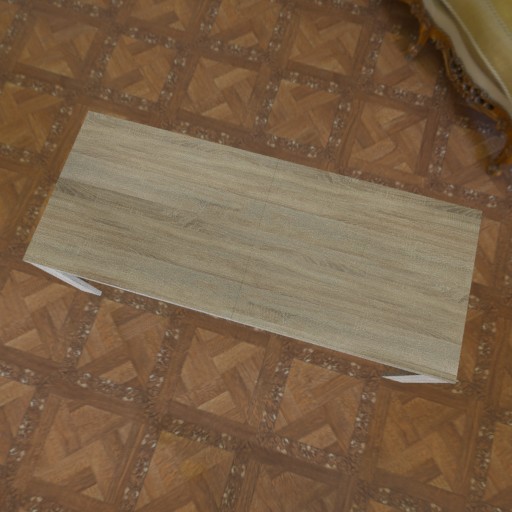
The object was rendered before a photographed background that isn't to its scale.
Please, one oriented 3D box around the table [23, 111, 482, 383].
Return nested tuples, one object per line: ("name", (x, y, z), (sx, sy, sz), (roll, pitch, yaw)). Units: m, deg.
("table", (0.000, 0.000, 2.657), (2.200, 0.790, 0.900), (15, 75, 4))
